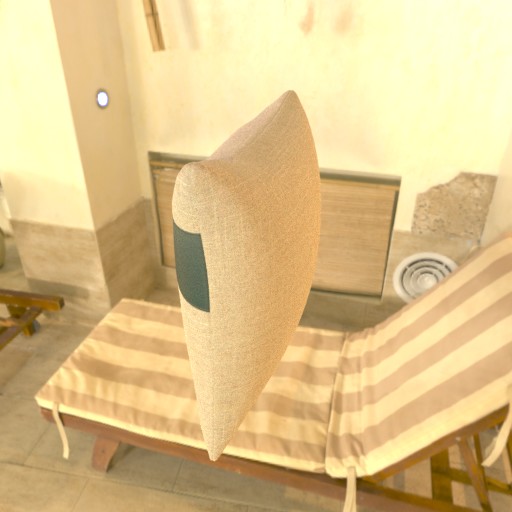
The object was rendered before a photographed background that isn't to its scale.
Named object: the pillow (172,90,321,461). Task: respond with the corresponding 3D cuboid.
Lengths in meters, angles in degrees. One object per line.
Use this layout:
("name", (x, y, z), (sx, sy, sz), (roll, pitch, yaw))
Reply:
("pillow", (0.000, 0.000, 0.645), (0.173, 0.399, 0.414), (8, 30, 14))
